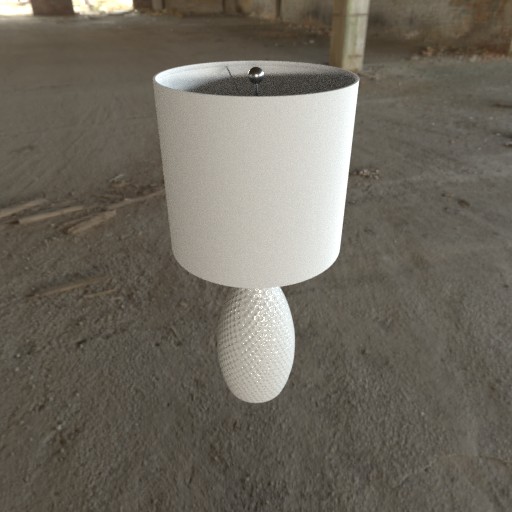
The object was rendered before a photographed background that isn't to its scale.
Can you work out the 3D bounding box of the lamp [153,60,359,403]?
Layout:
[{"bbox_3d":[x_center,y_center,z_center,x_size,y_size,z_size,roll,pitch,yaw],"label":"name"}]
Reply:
[{"bbox_3d":[0.000,0.000,0.587,0.214,0.466,0.214,-11,33,-18],"label":"lamp"}]
